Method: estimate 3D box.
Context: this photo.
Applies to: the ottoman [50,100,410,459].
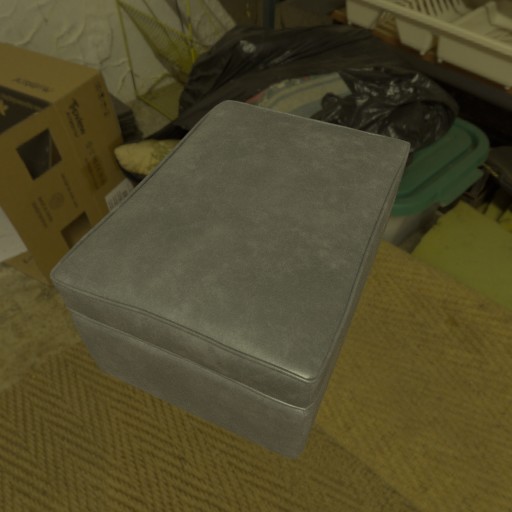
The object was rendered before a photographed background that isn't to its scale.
[{"bbox_3d":[0.000,0.000,1.124,0.554,0.445,0.756,19,50,16],"label":"ottoman"}]
